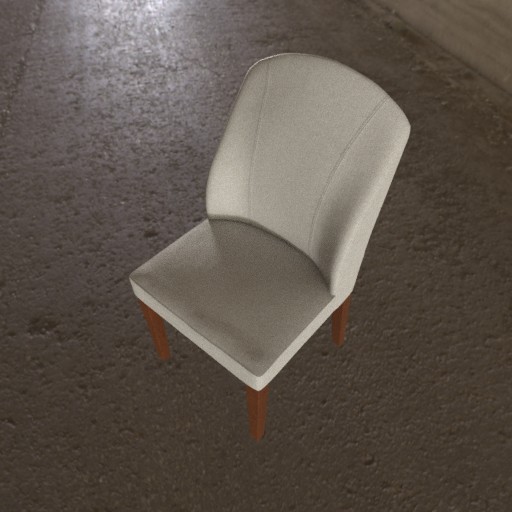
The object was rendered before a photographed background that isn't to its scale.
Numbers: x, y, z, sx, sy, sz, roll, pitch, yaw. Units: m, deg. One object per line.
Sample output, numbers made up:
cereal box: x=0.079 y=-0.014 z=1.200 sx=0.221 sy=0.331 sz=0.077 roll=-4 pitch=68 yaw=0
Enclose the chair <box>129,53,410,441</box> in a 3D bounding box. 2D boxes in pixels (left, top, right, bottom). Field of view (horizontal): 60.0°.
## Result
chair: x=0.000 y=0.000 z=1.203 sx=0.472 sy=0.893 sz=0.540 roll=32 pitch=54 yaw=27
